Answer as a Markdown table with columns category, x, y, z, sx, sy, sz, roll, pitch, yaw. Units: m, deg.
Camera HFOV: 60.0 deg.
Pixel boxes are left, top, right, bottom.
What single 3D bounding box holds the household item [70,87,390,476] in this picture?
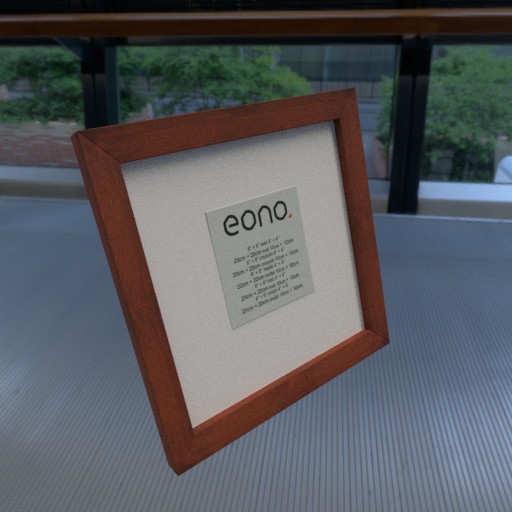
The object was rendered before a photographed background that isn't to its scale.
| category | x | y | z | sx | sy | sz | roll | pitch | yaw |
| --- | --- | --- | --- | --- | --- | --- | --- | --- | --- |
| household item | 0.000 | 0.000 | 0.373 | 0.240 | 0.240 | 0.131 | -21 | 36 | -31 |
